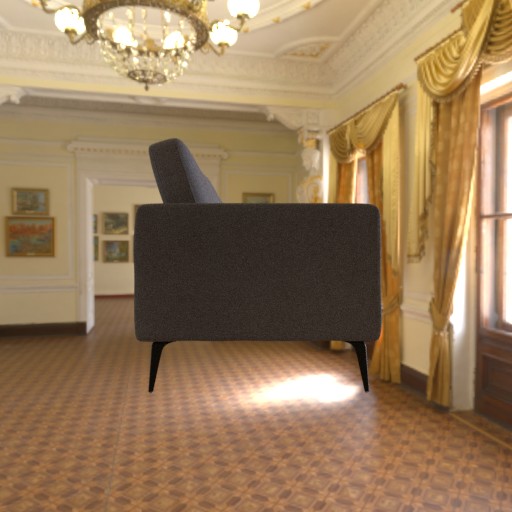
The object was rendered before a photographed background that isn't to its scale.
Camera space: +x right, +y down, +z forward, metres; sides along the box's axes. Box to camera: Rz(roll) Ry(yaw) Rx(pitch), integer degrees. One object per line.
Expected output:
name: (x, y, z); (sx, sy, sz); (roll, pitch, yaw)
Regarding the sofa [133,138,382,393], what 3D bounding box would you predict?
sofa: (0.000, 0.000, 2.316); (0.774, 0.828, 1.925); (0, 1, 0)
